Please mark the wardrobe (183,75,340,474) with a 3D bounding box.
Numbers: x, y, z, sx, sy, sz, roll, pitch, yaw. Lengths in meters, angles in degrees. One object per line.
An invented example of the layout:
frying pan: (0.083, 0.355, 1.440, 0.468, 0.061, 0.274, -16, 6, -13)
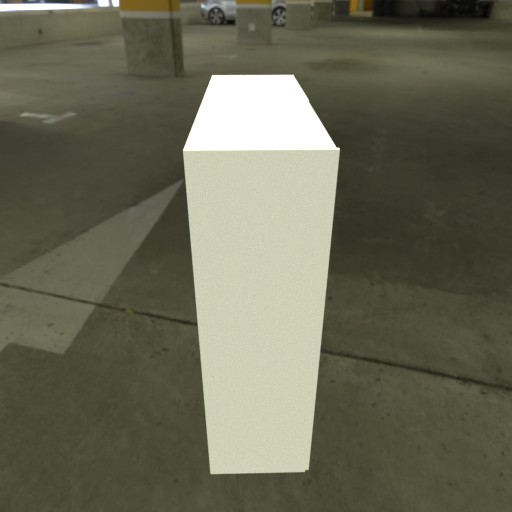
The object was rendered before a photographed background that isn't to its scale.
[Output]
wardrobe: (0.000, 0.000, 2.995, 0.600, 2.020, 1.830, -1, 31, -1)
